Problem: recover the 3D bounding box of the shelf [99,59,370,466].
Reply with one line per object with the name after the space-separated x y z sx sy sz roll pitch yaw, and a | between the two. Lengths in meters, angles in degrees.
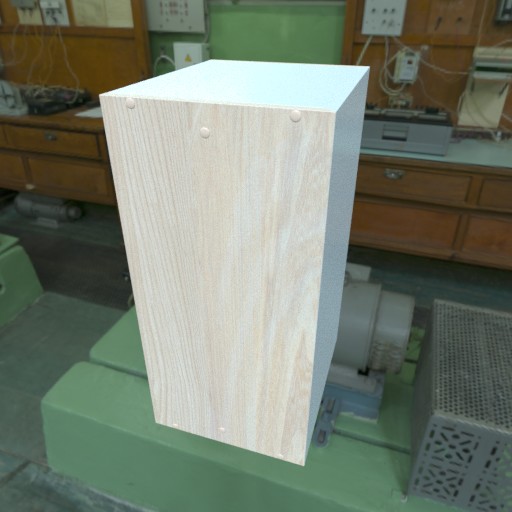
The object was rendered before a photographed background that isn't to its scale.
0.000 0.000 0.797 0.290 0.600 0.350 10 32 16 | shelf
